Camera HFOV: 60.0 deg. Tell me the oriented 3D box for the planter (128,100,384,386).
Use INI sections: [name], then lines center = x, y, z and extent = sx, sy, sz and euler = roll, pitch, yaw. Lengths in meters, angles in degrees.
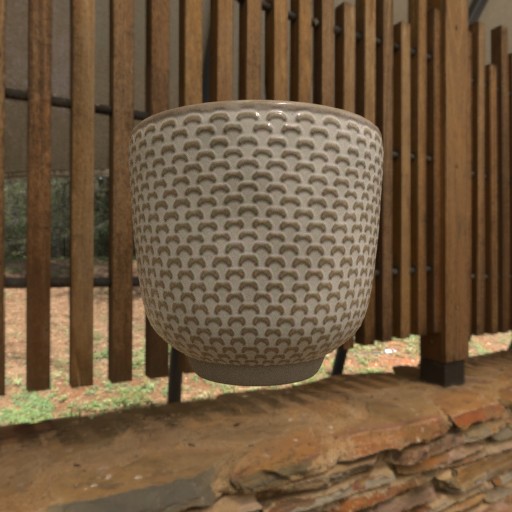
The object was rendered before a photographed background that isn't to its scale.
[planter]
center = 0.000, 0.000, 0.311
extent = 0.173, 0.160, 0.173
euler = 0, -1, 0
